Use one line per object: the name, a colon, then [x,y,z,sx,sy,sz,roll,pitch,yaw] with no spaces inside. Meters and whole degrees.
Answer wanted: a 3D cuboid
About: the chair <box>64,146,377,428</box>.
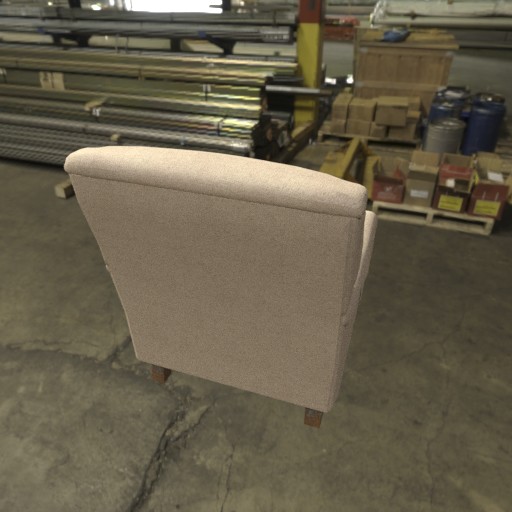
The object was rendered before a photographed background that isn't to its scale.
chair: [0.000,0.000,1.799,0.879,1.119,0.953,11,35,16]
